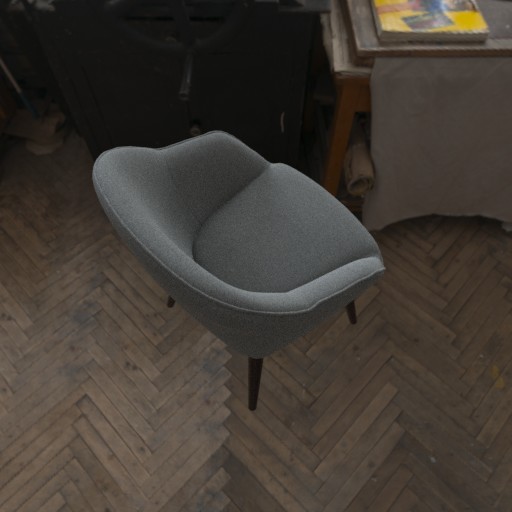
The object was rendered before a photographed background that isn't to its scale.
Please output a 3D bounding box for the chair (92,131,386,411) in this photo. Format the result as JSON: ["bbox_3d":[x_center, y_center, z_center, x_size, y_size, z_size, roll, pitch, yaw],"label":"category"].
[{"bbox_3d":[0.000,0.000,1.216,0.611,0.810,0.589,-35,65,-20],"label":"chair"}]
